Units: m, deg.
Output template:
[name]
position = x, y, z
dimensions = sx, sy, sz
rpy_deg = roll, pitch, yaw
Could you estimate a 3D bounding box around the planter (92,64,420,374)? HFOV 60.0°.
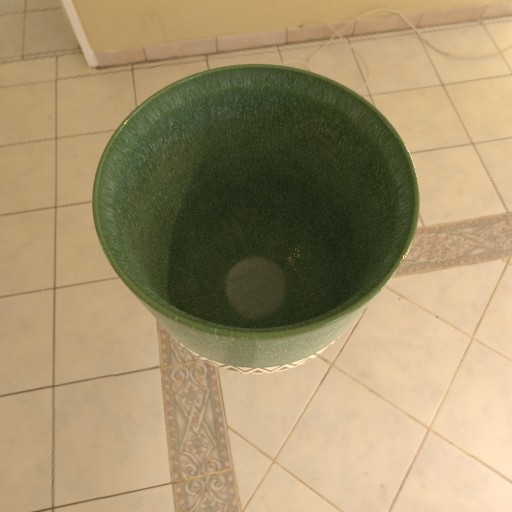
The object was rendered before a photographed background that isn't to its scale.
[planter]
position = 0.000, 0.000, 0.362
dimensions = 0.195, 0.214, 0.195
rpy_deg = 0, 64, 0
